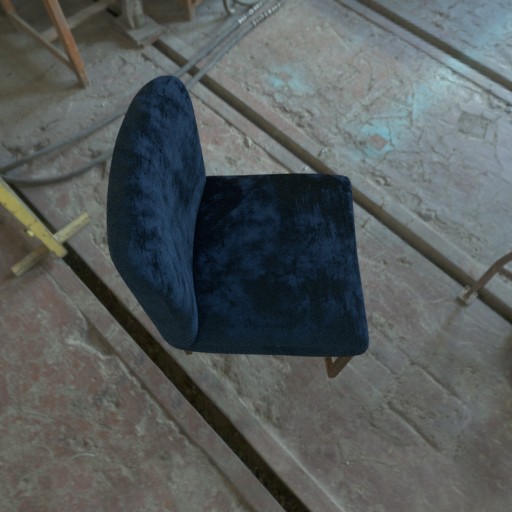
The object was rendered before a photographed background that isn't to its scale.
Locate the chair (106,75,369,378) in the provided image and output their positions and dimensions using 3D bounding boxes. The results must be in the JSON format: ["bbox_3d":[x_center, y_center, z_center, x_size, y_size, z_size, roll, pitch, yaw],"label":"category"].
[{"bbox_3d":[0.000,0.000,1.188,0.560,0.824,0.530,0,64,0],"label":"chair"}]
